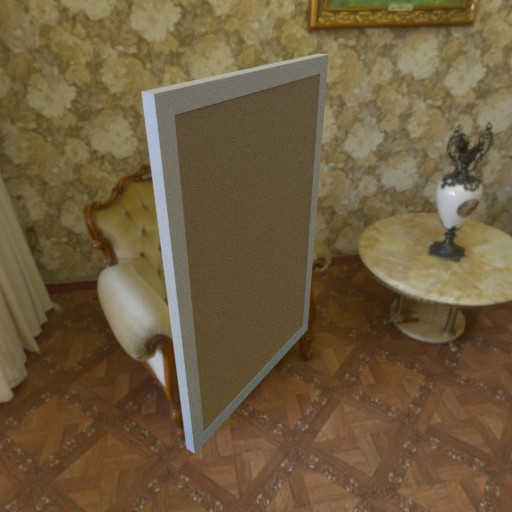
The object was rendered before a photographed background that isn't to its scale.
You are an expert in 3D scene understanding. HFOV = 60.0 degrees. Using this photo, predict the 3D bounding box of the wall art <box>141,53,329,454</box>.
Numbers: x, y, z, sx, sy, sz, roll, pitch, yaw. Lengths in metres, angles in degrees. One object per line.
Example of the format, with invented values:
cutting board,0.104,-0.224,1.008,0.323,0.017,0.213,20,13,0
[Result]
wall art,0.000,0.000,1.454,0.038,1.143,0.764,20,36,29
